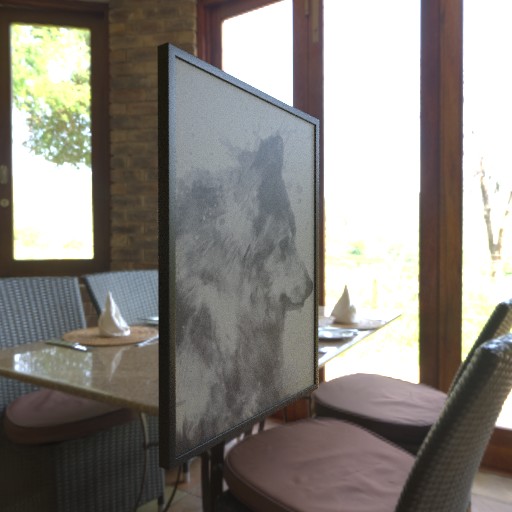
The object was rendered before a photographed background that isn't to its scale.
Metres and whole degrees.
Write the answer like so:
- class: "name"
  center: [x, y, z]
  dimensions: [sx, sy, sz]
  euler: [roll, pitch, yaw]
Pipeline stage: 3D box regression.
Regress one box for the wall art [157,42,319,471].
- class: "wall art"
  center: [0.000, 0.000, 1.436]
  dimensions: [0.039, 1.061, 0.804]
  euler: [1, 1, 35]
